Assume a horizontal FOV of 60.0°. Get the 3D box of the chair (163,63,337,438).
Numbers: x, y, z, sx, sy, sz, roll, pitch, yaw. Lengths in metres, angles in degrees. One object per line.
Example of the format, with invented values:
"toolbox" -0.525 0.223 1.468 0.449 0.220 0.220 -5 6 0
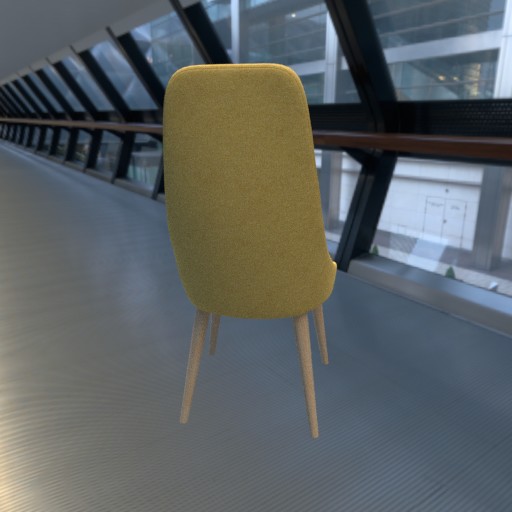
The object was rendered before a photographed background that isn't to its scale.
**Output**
"chair" 0.000 0.000 1.395 0.510 1.040 0.660 3 16 9
